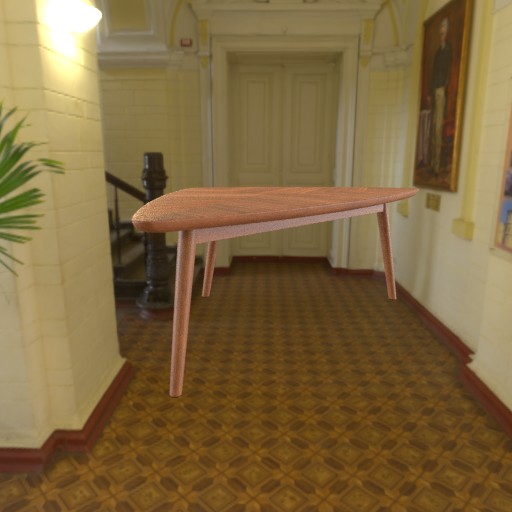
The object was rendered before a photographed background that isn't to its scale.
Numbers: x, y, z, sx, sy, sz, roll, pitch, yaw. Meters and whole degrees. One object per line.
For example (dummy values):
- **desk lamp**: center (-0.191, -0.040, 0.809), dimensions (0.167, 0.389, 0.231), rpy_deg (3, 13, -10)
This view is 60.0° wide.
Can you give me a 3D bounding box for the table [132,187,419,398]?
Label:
- **table**: center (0.000, 0.000, 1.297), dimensions (1.008, 0.365, 0.601), rpy_deg (-13, 18, -43)
